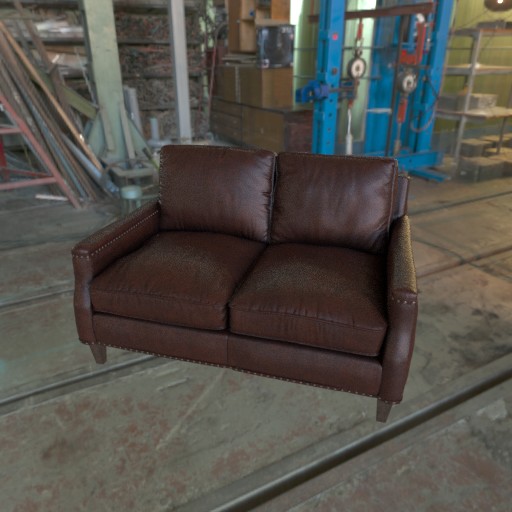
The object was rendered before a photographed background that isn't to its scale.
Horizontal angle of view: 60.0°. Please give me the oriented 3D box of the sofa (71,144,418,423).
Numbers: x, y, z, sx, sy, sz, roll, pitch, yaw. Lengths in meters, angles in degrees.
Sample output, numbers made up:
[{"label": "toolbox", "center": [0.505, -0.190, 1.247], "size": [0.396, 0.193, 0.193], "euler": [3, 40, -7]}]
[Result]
[{"label": "sofa", "center": [0.000, 0.000, 2.371], "size": [1.628, 1.003, 1.083], "euler": [7, 26, 15]}]
